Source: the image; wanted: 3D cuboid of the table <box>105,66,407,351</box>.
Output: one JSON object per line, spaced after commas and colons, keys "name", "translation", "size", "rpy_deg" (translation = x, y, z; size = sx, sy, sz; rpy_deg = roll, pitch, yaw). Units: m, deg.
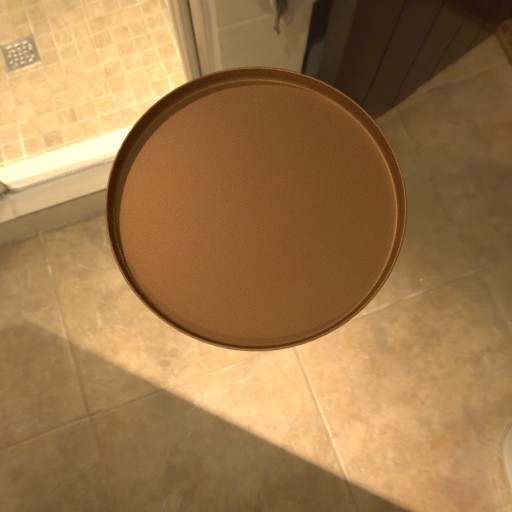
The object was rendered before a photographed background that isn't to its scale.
{"name": "table", "translation": [0.000, 0.000, 0.672], "size": [0.299, 0.480, 0.299], "rpy_deg": [32, 78, 8]}
